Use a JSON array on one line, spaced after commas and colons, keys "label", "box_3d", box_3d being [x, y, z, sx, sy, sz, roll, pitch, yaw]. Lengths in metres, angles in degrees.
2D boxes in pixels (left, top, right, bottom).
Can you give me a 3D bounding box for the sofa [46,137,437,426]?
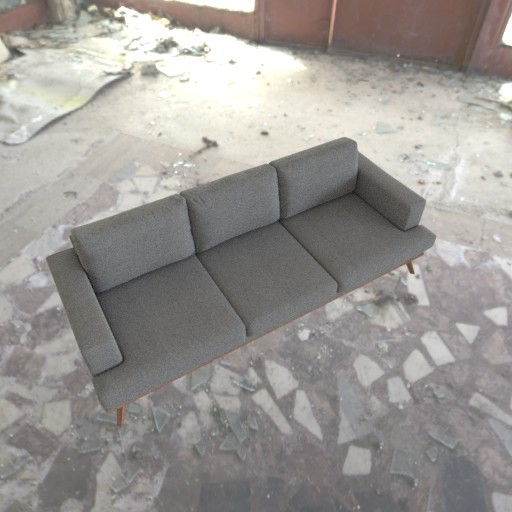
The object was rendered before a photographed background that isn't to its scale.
[{"label": "sofa", "box_3d": [0.000, 0.000, 2.818, 2.310, 0.810, 0.920, -23, 50, -21]}]
